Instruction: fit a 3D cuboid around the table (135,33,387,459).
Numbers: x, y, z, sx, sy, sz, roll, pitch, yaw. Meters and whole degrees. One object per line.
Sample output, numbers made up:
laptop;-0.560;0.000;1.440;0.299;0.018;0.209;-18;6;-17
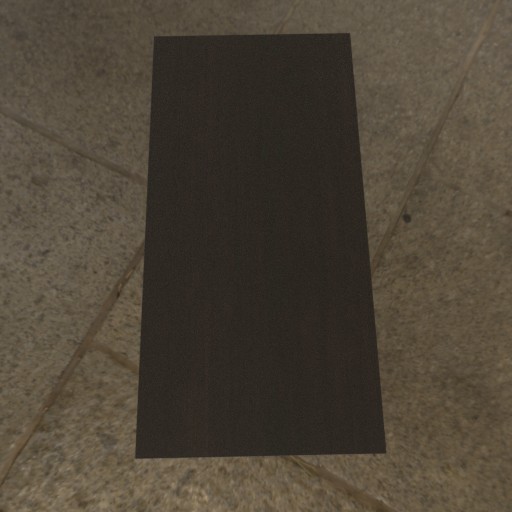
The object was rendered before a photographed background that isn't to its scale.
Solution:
table;0.000;0.000;1.321;0.499;0.660;0.991;-1;76;0
